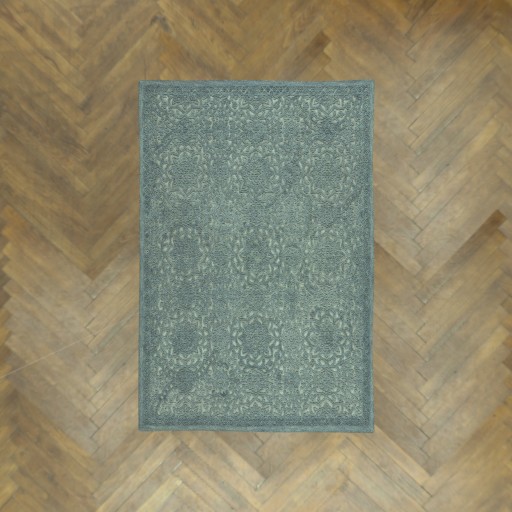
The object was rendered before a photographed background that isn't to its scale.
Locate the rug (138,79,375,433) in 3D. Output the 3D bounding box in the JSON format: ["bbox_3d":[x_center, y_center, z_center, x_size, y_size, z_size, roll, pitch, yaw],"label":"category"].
[{"bbox_3d":[0.000,0.000,2.297,1.224,0.016,1.830,0,90,1],"label":"rug"}]
